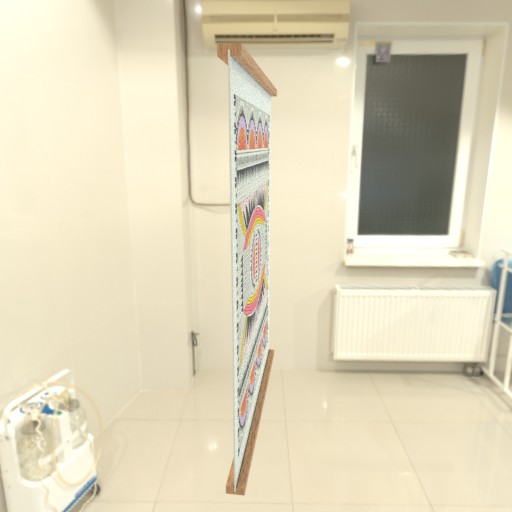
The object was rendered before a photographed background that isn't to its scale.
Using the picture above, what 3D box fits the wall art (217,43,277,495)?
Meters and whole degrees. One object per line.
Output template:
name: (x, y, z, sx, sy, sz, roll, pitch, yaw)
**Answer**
wall art: (0.000, 0.000, 0.794, 0.028, 0.609, 0.456, 2, 14, 8)
